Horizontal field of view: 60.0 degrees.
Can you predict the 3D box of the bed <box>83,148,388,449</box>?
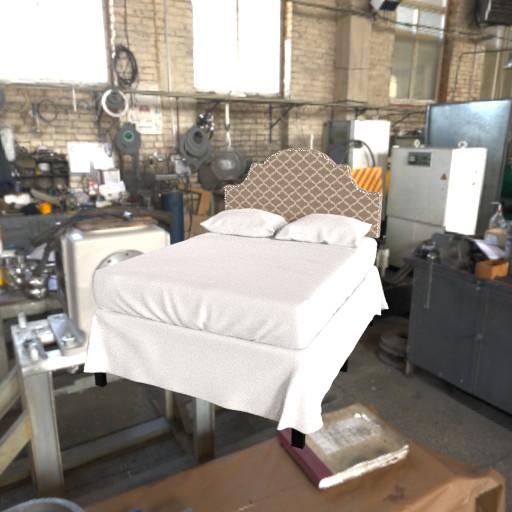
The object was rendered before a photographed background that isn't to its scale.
[{"bbox_3d":[0.000,0.000,3.504,1.780,1.633,2.222,7,16,25],"label":"bed"}]
